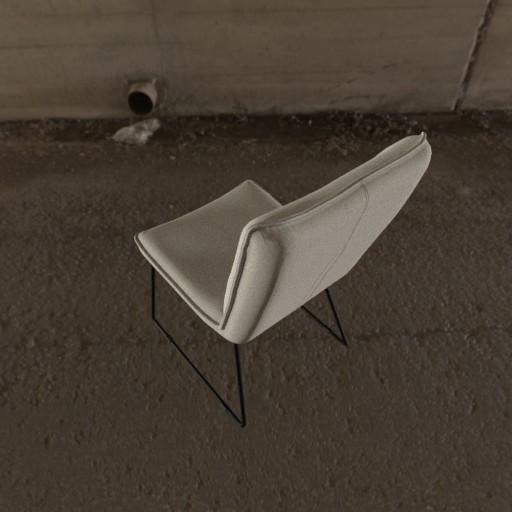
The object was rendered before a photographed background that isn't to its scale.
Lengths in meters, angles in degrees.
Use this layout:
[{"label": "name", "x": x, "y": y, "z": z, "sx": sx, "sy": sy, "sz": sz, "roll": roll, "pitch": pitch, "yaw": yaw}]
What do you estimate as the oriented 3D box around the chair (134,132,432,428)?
[{"label": "chair", "x": 0.000, "y": 0.000, "z": 1.356, "sx": 0.515, "sy": 0.930, "sz": 0.688, "roll": -30, "pitch": 53, "yaw": -27}]
